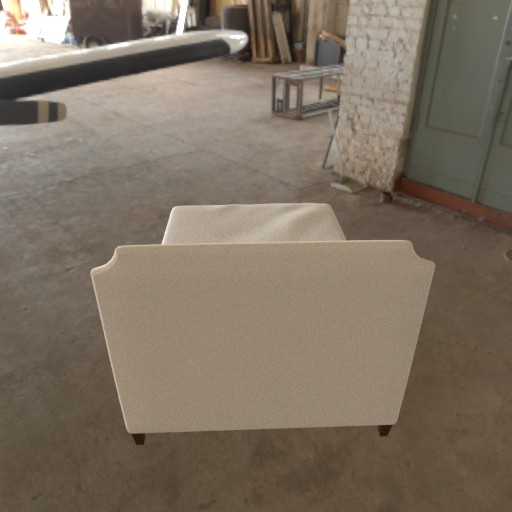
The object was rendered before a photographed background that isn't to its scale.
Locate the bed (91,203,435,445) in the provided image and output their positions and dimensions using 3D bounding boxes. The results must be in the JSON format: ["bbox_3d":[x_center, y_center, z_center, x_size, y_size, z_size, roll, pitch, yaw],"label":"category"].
[{"bbox_3d":[0.000,0.000,3.464,1.712,1.443,2.365,-1,30,-2],"label":"bed"}]
